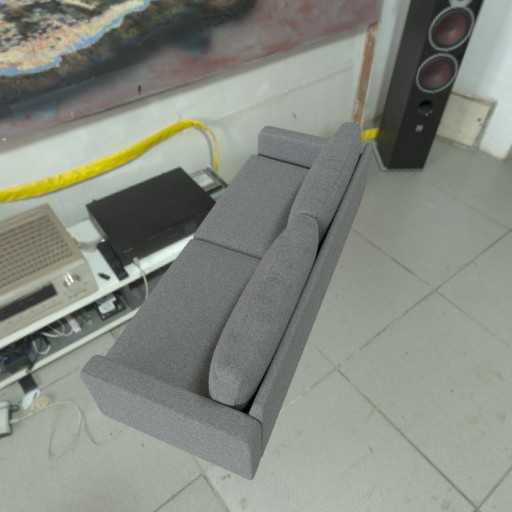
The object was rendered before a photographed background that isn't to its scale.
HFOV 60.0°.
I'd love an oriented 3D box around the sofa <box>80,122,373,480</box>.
[{"bbox_3d":[0.000,0.000,2.657,0.880,0.880,2.200,17,49,15],"label":"sofa"}]
